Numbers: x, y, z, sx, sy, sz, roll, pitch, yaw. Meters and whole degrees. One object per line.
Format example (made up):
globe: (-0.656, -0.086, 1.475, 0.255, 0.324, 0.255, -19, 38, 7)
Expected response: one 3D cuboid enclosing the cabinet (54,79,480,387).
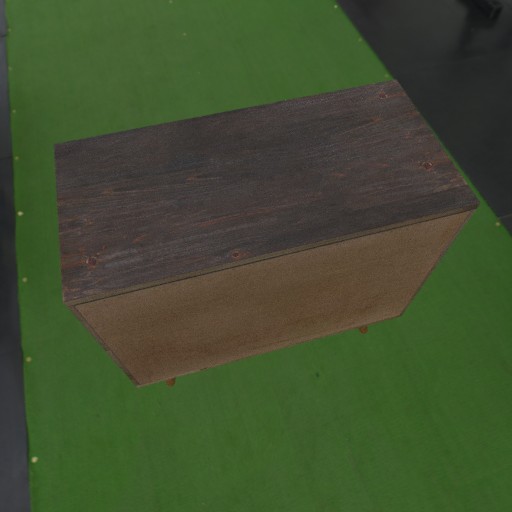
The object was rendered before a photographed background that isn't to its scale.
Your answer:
cabinet: (0.000, 0.000, 1.553, 1.023, 0.897, 0.529, -13, 60, -8)
